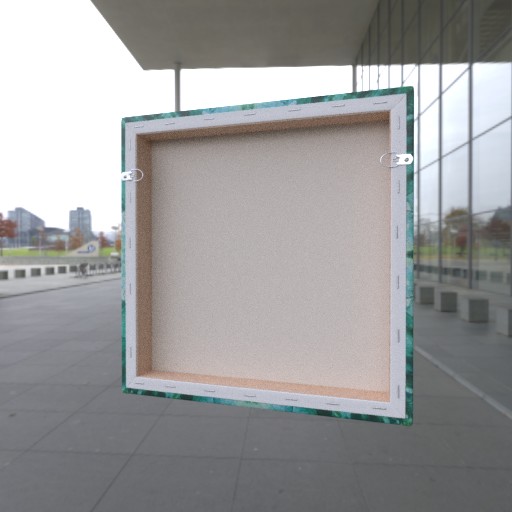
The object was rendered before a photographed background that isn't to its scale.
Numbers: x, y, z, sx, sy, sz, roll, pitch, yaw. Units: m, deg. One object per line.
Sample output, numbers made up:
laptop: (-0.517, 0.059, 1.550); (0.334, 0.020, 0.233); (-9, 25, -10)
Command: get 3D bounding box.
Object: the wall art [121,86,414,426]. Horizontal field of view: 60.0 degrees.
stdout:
wall art: (0.000, 0.000, 0.468); (0.313, 0.313, 0.033); (0, 1, 18)
